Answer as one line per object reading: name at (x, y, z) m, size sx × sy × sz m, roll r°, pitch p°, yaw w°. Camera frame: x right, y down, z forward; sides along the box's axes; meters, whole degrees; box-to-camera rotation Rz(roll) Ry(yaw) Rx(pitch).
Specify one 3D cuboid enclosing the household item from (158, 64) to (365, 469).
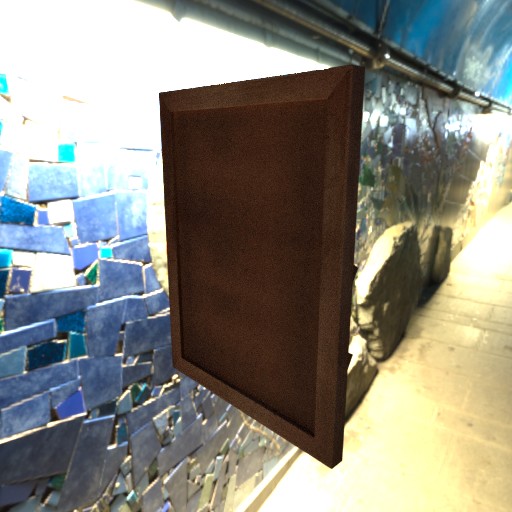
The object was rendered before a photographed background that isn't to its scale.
household item at (0.000, 0.000, 0.558) m, size 0.067 × 0.407 × 0.310 m, roll -13°, pitch 20°, yaw -42°
